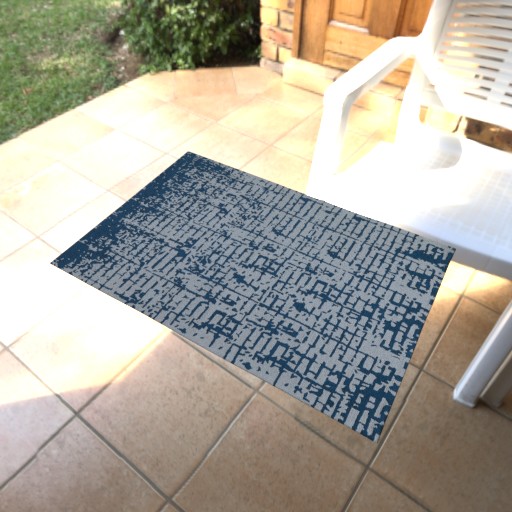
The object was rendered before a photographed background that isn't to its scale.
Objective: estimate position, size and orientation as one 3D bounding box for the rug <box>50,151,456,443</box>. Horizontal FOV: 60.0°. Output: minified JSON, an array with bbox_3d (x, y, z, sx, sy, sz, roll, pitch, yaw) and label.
[{"bbox_3d":[0.000,0.000,2.394,1.828,0.007,1.220,24,51,21],"label":"rug"}]
